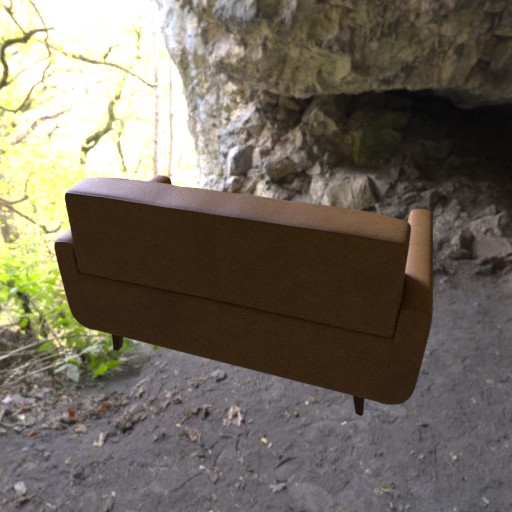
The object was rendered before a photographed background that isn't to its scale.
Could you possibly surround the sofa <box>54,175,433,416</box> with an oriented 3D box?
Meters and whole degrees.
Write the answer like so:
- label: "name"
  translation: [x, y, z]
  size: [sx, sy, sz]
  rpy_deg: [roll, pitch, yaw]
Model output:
- label: "sofa"
  translation: [0.000, 0.000, 2.253]
  size: [1.651, 0.925, 0.952]
  rpy_deg: [10, 32, 16]
